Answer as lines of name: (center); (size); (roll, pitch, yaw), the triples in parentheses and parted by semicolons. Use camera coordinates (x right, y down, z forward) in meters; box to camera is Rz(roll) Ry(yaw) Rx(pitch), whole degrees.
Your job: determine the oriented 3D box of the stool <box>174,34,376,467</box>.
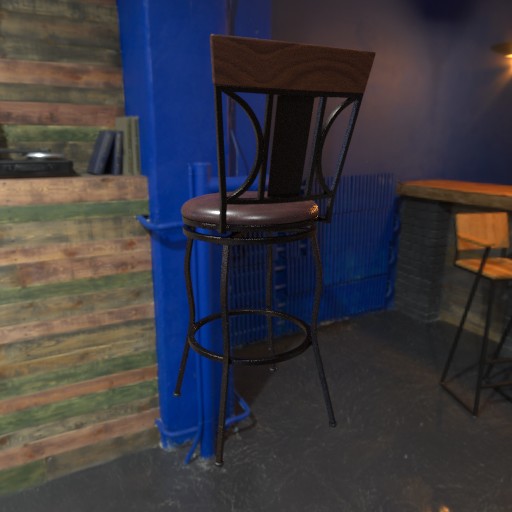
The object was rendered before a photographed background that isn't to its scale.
stool: (0.000, 0.000, 1.375); (0.448, 1.130, 0.513); (-7, 16, -26)
